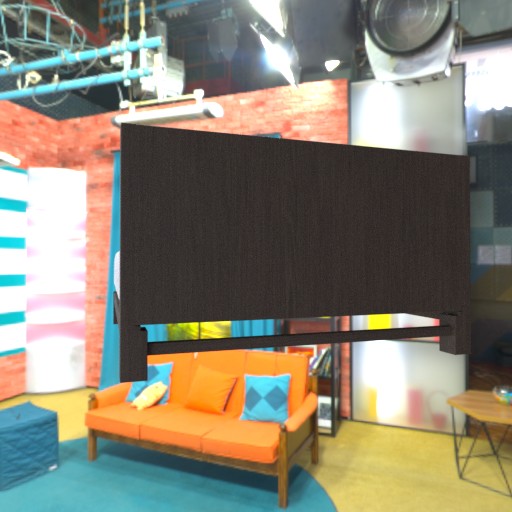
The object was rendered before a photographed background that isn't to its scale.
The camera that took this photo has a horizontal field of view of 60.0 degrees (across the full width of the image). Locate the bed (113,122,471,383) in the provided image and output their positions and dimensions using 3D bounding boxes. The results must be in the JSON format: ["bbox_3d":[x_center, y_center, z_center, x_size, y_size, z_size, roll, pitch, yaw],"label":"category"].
[{"bbox_3d":[0.000,0.000,3.542,2.143,1.261,2.238,0,-1,-19],"label":"bed"}]
